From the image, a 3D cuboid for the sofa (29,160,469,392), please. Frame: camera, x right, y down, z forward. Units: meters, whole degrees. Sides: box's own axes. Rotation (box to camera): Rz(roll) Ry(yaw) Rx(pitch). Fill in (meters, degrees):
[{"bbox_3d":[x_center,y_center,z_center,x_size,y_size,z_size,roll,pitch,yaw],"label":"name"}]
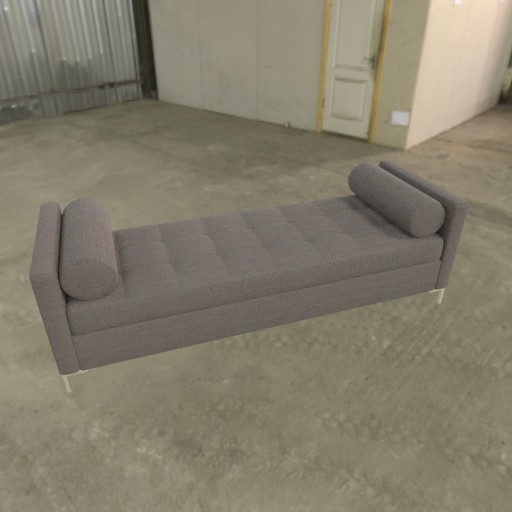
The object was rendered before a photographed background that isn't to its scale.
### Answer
[{"bbox_3d":[0.000,0.000,2.307,1.981,0.635,0.686,-10,32,-16],"label":"sofa"}]
